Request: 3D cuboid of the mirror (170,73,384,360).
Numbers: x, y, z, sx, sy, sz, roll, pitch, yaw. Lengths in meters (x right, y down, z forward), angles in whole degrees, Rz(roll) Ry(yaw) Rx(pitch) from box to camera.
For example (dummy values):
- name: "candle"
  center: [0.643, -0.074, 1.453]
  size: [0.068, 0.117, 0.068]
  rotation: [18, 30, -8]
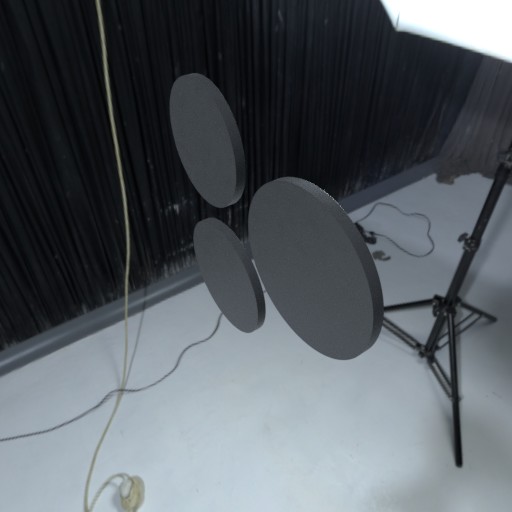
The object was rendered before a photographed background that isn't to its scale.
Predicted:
- name: "mirror"
  center: [0.000, 0.000, 3.103]
  size: [0.076, 2.096, 2.160]
  rotation: [-25, 47, -25]
